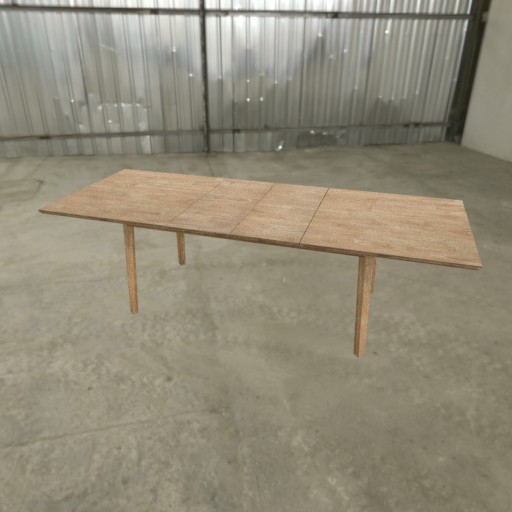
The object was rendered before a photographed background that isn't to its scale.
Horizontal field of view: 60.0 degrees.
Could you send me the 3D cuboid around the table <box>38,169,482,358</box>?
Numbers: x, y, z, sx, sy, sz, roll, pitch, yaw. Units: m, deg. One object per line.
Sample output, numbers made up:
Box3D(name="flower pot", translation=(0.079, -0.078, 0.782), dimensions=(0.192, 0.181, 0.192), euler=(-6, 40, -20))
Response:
Box3D(name="table", translation=(0.000, 0.000, 3.081), dimensions=(2.603, 0.752, 1.000), euler=(8, 28, 16))
